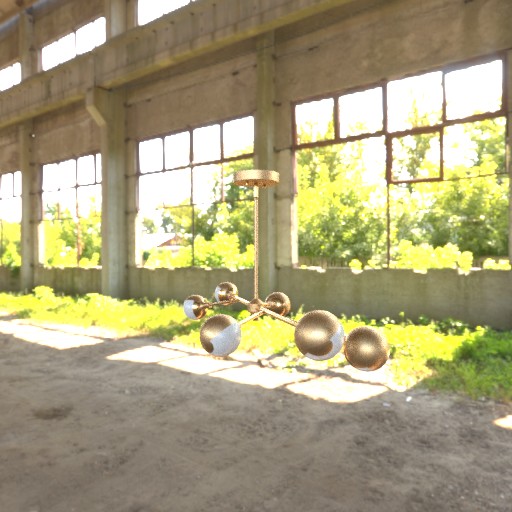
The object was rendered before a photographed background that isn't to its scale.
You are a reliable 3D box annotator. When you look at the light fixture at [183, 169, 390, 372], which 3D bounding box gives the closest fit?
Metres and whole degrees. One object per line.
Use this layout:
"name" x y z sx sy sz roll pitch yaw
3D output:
"light fixture" 0.000 0.000 0.979 0.434 0.362 0.778 0 0 2
